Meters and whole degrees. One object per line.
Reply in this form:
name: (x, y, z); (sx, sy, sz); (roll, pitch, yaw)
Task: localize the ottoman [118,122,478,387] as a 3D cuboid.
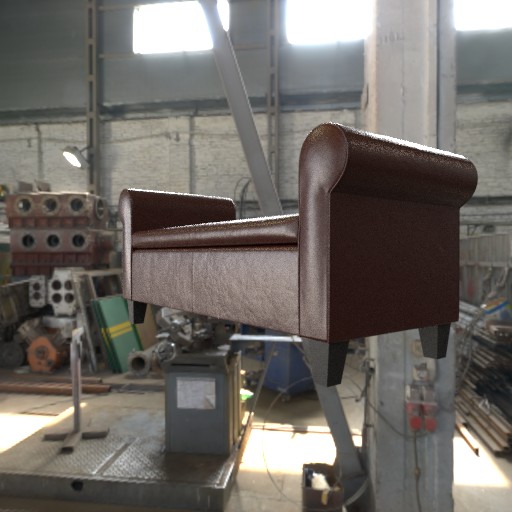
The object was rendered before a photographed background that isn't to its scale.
ottoman: (0.000, 0.000, 1.502); (0.521, 0.547, 1.256); (0, 0, -37)
